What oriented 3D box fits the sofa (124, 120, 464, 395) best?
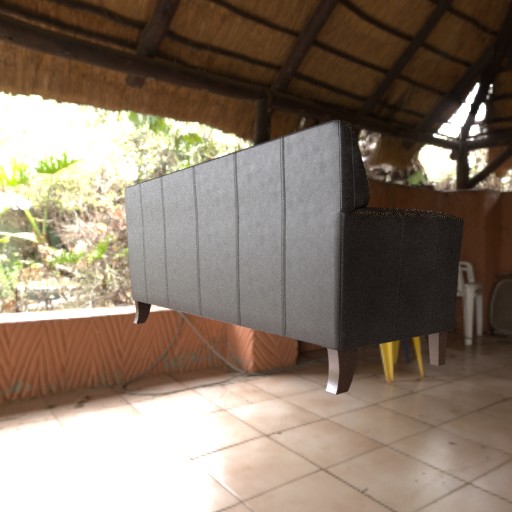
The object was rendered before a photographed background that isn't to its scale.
[{"bbox_3d":[0.000,0.000,2.520,0.805,0.947,2.053,0,1,-36],"label":"sofa"}]
